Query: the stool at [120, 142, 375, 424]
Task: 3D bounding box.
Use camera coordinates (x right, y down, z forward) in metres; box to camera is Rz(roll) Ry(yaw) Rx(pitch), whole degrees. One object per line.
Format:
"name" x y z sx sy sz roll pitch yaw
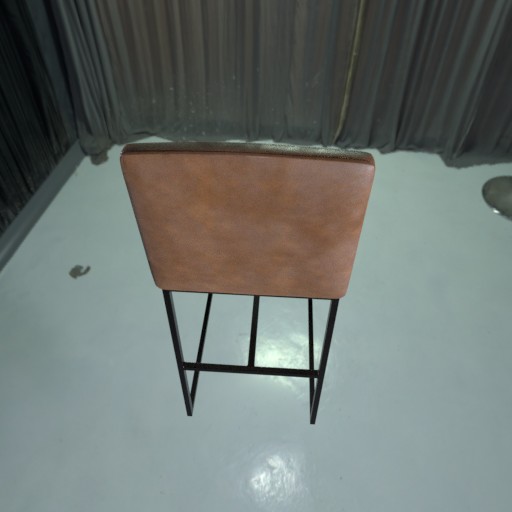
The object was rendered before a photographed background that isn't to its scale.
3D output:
"stool" 0.000 0.000 1.307 0.463 1.065 0.562 3 47 3
